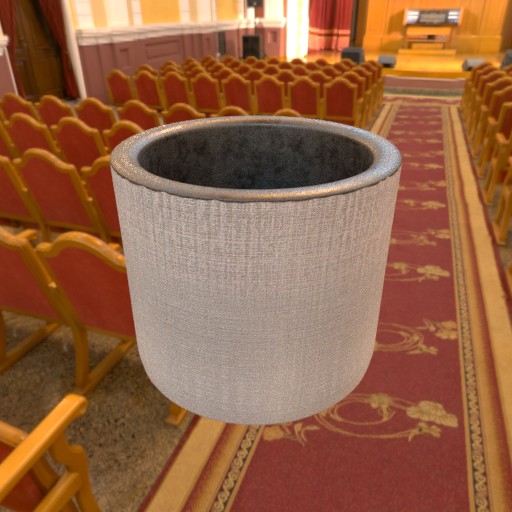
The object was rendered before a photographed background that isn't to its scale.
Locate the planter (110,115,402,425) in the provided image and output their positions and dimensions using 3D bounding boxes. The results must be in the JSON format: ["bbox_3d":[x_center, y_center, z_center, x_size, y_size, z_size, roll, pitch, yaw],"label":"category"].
[{"bbox_3d":[0.000,0.000,0.220,0.125,0.112,0.125,0,29,0],"label":"planter"}]
